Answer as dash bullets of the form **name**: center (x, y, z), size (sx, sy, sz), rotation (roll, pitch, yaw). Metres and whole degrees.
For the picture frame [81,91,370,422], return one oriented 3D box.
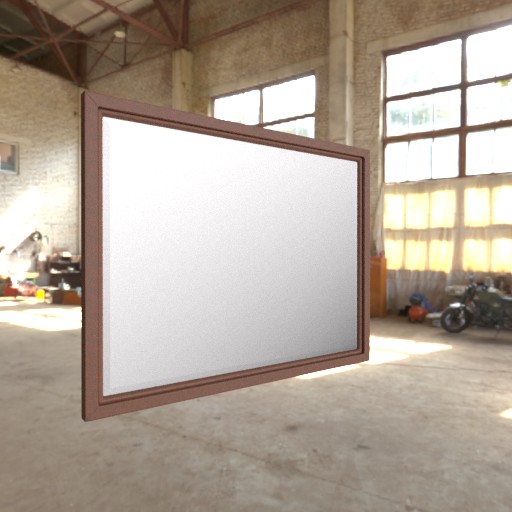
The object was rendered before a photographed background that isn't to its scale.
- **picture frame**: center (0.000, 0.000, 1.767), size (1.329, 1.018, 0.045), rotation (0, 0, -36)
